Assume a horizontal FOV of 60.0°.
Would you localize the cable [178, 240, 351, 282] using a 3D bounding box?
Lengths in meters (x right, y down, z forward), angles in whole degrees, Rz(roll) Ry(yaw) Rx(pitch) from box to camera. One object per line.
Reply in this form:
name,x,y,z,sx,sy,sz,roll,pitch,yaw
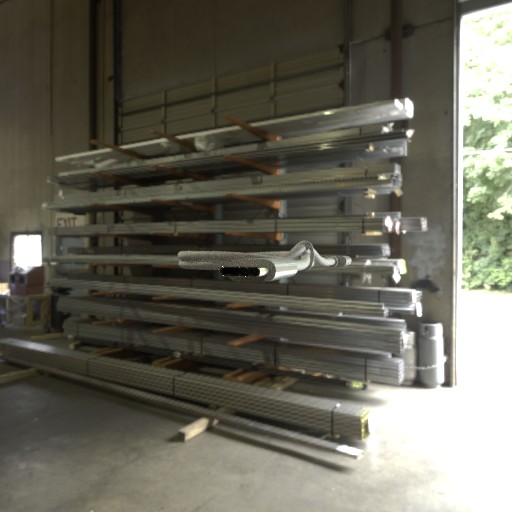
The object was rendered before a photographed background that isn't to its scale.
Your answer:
cable,0.000,0.000,0.209,0.070,0.014,0.186,0,0,18
